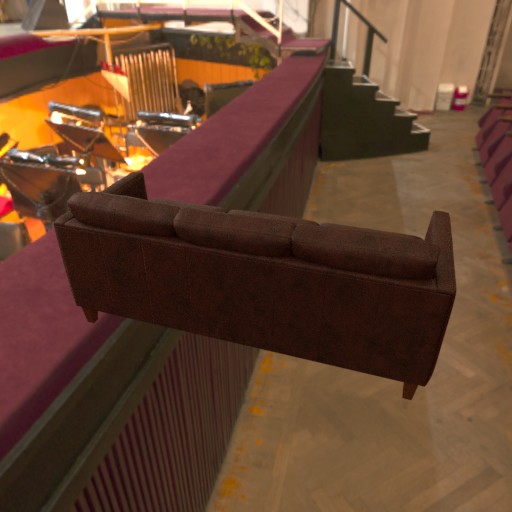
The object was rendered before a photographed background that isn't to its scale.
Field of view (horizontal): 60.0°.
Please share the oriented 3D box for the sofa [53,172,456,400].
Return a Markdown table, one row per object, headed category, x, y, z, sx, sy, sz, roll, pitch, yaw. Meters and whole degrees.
| category | x | y | z | sx | sy | sz | roll | pitch | yaw |
| --- | --- | --- | --- | --- | --- | --- | --- | --- | --- |
| sofa | 0.000 | 0.000 | 3.105 | 2.464 | 1.006 | 1.045 | 10 | 33 | 16 |
